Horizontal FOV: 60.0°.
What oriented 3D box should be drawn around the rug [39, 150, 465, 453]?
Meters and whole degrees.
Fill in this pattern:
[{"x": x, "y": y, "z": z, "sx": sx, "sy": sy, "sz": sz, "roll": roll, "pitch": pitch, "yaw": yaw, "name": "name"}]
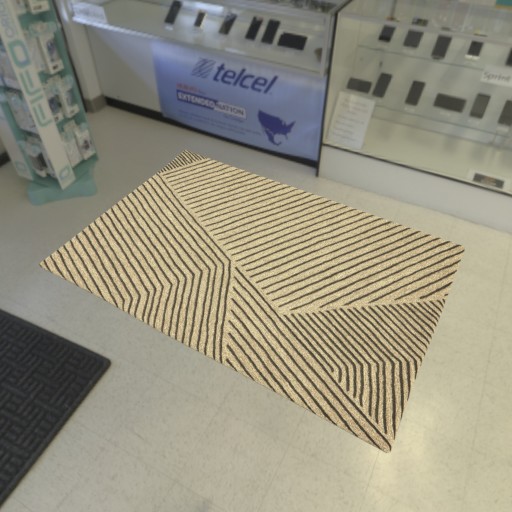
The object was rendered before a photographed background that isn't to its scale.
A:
[{"x": 0.000, "y": 0.000, "z": 2.292, "sx": 1.842, "sy": 0.019, "sz": 1.237, "roll": 23, "pitch": 50, "yaw": 21, "name": "rug"}]
